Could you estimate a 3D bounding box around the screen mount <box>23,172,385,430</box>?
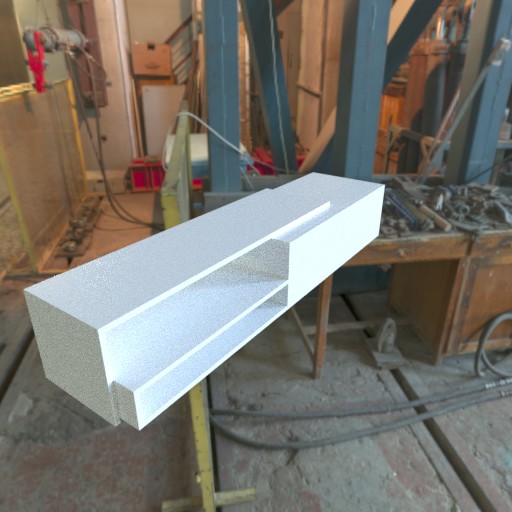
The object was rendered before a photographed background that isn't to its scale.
[{"bbox_3d":[0.000,0.000,1.833,0.420,0.320,1.680,17,30,32],"label":"screen mount"}]
